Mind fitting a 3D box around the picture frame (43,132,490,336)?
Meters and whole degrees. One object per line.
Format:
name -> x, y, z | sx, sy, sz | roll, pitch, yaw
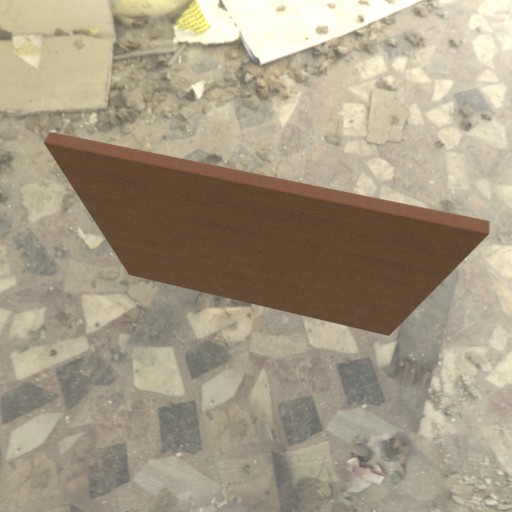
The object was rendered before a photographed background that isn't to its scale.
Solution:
picture frame -> 0.000, 0.000, 1.750 | 1.329, 1.018, 0.045 | 13, 65, 6
